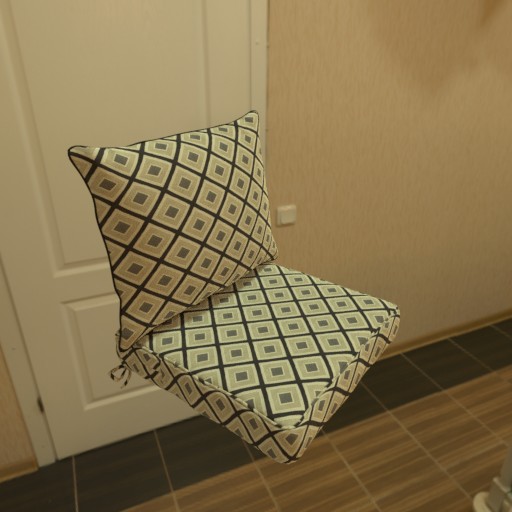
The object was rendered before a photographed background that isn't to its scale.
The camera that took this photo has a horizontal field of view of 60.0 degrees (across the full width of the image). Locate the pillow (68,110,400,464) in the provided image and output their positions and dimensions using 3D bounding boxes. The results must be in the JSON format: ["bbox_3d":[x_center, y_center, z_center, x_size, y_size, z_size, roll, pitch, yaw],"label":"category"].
[{"bbox_3d":[0.000,0.000,1.342,0.733,0.722,0.798,18,31,33],"label":"pillow"}]
